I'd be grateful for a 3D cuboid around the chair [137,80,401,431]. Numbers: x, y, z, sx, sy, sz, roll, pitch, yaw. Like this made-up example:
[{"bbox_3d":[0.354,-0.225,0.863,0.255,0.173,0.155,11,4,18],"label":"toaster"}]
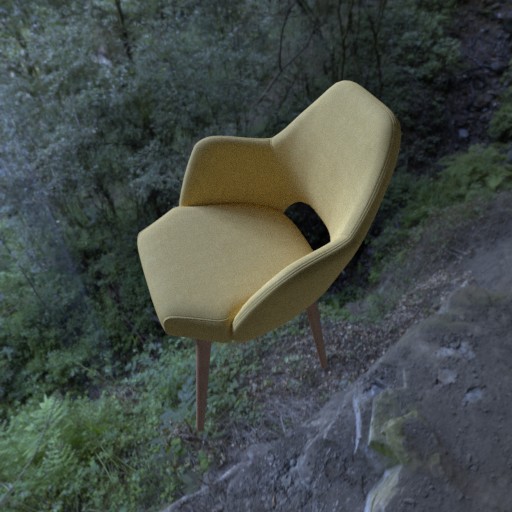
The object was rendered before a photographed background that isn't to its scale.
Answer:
[{"bbox_3d":[0.000,0.000,1.244,0.610,0.840,0.590,-16,48,-15],"label":"chair"}]
